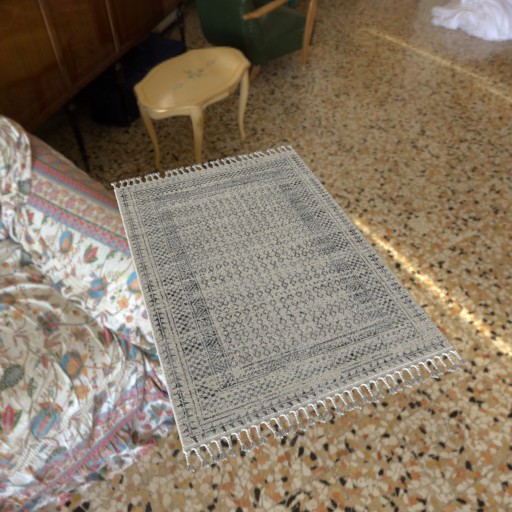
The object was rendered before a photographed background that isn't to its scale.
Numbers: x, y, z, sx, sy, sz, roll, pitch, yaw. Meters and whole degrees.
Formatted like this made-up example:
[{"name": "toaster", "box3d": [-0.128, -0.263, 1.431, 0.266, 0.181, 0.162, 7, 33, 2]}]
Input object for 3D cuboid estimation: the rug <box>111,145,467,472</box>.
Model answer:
[{"name": "rug", "box3d": [0.000, 0.000, 2.331, 1.243, 0.013, 1.872, -15, 48, -14]}]
